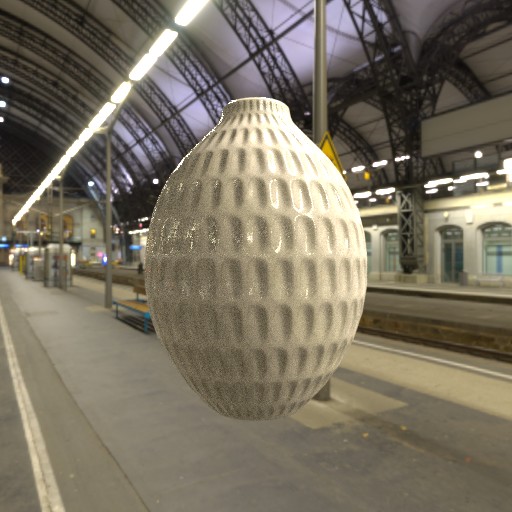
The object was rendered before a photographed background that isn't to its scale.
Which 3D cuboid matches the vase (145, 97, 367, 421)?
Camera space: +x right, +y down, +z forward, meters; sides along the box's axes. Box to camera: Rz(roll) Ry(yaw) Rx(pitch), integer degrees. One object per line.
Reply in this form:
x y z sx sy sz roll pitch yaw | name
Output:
0.000 0.000 0.333 0.162 0.223 0.162 0 0 0 | vase
